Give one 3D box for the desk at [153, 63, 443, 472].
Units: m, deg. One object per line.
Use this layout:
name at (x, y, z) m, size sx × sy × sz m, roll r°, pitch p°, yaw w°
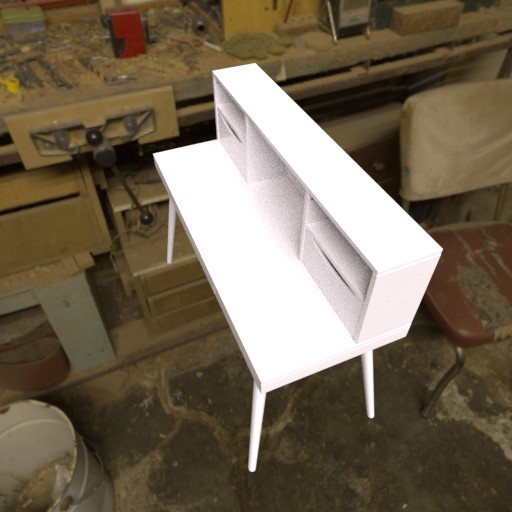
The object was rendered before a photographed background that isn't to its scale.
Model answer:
desk at (0.000, 0.000, 1.773) m, size 0.559 × 0.990 × 1.199 m, roll -17°, pitch 49°, yaw -16°
